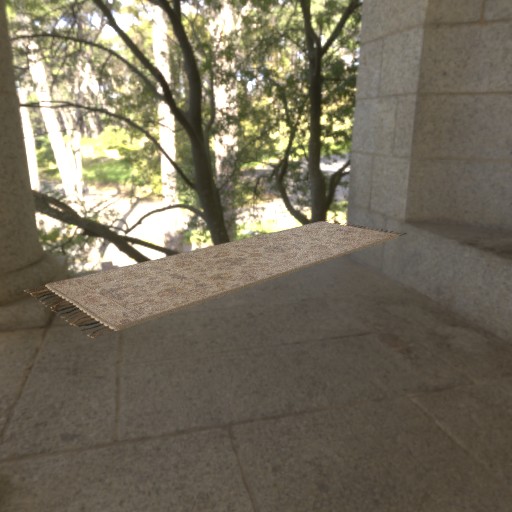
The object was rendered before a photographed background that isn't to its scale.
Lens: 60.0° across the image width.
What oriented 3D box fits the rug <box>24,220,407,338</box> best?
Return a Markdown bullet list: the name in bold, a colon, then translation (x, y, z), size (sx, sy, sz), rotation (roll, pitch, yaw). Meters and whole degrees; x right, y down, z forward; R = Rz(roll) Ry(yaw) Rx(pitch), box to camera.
- **rug**: translation (0.000, 0.000, 2.707), size (2.438, 0.021, 0.729), rotation (-15, 22, -43)
